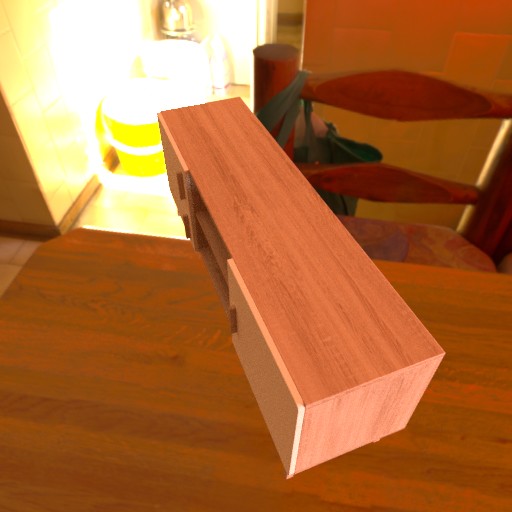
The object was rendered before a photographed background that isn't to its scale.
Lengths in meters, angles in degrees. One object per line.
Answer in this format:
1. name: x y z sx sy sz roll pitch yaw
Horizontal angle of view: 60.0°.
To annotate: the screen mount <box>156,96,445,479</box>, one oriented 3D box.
1. screen mount: 0.000 0.000 1.733 0.420 0.570 1.500 -15 47 -15
